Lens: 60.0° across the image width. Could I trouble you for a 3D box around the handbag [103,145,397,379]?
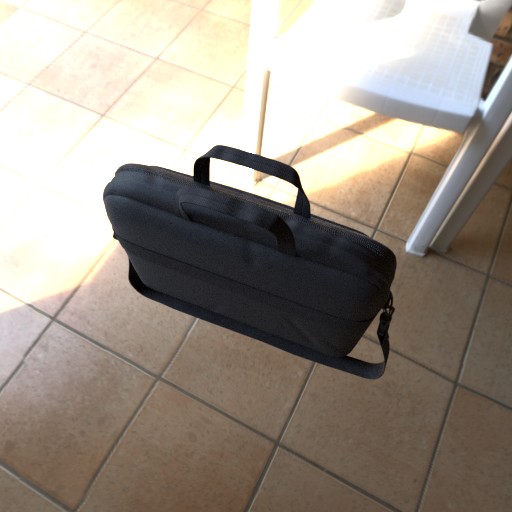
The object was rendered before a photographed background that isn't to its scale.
[{"bbox_3d":[0.000,0.000,0.431,0.320,0.244,0.089,19,64,10],"label":"handbag"}]
